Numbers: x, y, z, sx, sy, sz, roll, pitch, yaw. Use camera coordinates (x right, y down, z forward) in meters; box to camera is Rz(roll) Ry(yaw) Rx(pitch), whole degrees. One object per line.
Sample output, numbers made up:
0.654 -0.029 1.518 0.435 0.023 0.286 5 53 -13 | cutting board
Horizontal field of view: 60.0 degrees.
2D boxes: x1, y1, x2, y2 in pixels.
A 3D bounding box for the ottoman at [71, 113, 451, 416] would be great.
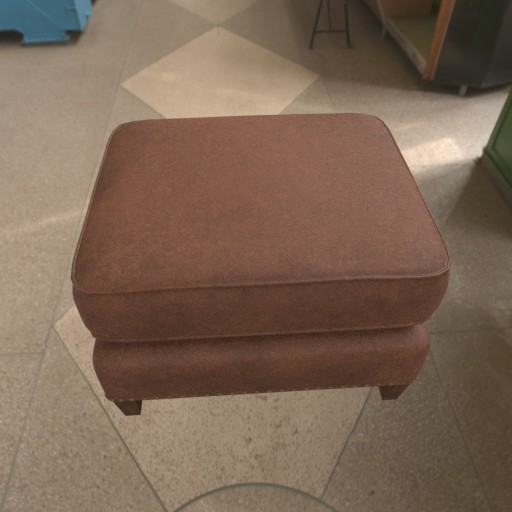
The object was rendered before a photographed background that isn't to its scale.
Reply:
0.000 0.000 1.115 0.738 0.537 0.589 -3 47 -2 | ottoman
